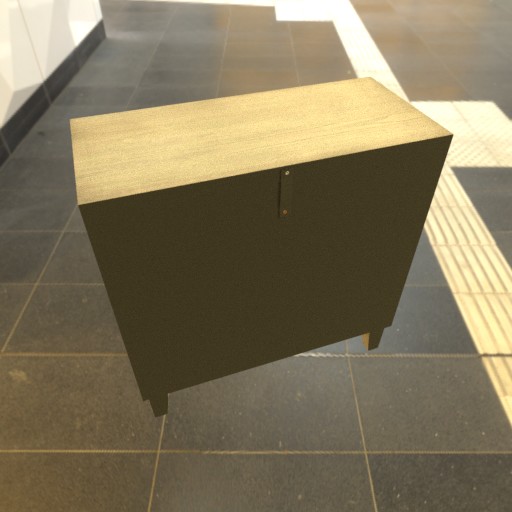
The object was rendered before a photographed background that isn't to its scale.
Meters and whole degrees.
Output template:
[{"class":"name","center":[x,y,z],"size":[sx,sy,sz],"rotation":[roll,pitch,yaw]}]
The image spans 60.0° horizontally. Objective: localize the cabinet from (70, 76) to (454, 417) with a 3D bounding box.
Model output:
[{"class":"cabinet","center":[0.000,0.000,1.255],"size":[0.781,0.787,0.370],"rotation":[-13,44,-14]}]
